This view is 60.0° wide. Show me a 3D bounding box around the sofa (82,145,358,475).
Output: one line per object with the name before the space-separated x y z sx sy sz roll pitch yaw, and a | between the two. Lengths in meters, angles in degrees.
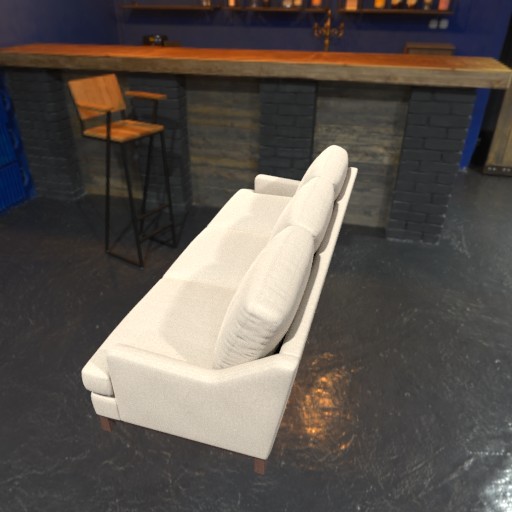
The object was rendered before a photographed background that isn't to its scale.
sofa | 0.000 0.000 2.816 1.000 0.913 2.321 9 32 14
